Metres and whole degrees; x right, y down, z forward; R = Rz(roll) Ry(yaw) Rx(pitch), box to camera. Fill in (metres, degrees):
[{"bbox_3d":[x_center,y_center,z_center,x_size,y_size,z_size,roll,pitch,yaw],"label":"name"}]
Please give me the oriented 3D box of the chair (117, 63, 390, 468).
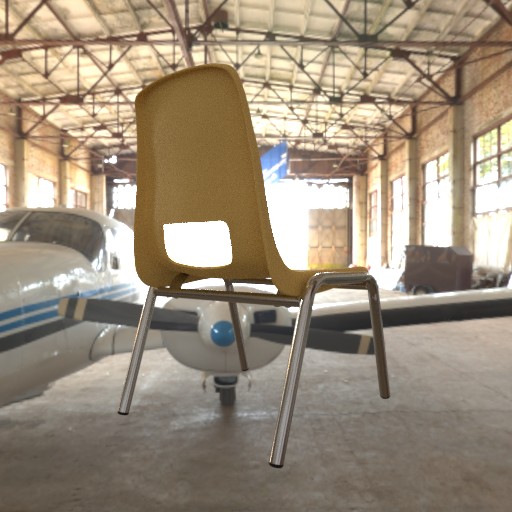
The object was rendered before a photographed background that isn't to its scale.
[{"bbox_3d":[0.000,0.000,0.787,0.354,0.536,0.385,0,0,36],"label":"chair"}]
